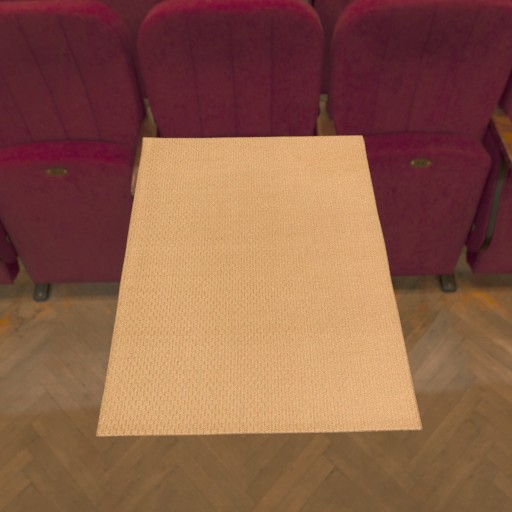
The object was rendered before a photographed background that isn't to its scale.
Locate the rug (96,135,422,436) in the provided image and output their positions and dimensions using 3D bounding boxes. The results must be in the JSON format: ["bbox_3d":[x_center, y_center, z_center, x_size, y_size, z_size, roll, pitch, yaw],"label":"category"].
[{"bbox_3d":[0.000,0.000,3.836,2.277,0.035,2.897,-1,59,-1],"label":"rug"}]
